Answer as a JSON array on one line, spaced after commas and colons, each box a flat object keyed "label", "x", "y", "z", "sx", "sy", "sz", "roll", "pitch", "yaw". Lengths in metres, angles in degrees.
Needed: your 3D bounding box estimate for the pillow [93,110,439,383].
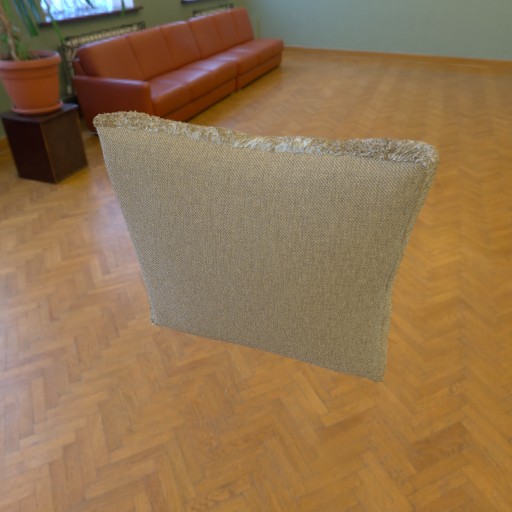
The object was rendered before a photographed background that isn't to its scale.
[{"label": "pillow", "x": 0.000, "y": 0.000, "z": 0.806, "sx": 0.529, "sy": 0.515, "sz": 0.218, "roll": 11, "pitch": 35, "yaw": 16}]
